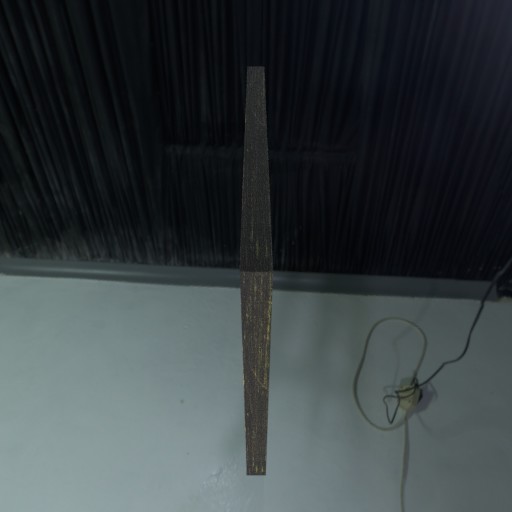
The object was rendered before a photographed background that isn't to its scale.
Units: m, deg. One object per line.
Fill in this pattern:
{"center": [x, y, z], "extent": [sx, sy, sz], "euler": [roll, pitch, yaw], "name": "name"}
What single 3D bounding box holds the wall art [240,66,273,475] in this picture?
{"center": [0.000, 0.000, 0.777], "extent": [0.032, 0.457, 0.558], "euler": [0, 42, 0], "name": "wall art"}
